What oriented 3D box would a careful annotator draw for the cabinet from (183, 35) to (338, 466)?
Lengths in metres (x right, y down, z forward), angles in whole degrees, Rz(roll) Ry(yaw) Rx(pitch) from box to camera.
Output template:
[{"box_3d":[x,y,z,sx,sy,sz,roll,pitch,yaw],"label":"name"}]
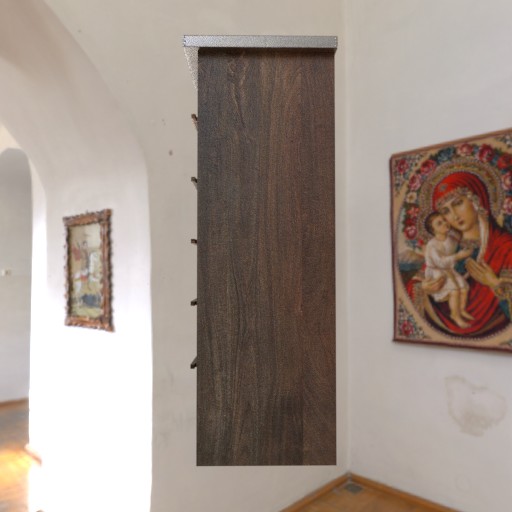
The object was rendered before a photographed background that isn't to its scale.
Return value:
[{"box_3d":[0.000,0.000,1.419,0.338,0.919,0.968,0,-2,-1],"label":"cabinet"}]
